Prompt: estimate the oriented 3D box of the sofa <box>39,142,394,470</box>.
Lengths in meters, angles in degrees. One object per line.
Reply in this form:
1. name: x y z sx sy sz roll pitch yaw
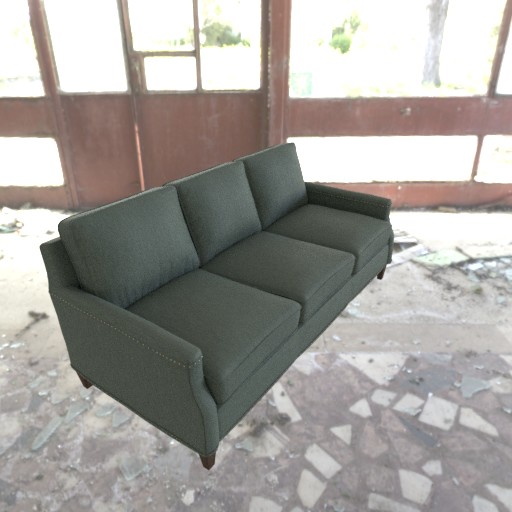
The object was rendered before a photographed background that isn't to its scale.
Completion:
1. sofa: 0.000 0.000 2.809 1.084 1.003 2.246 18 32 31
